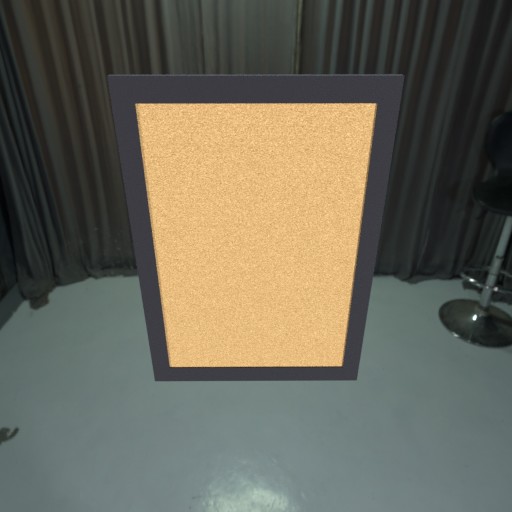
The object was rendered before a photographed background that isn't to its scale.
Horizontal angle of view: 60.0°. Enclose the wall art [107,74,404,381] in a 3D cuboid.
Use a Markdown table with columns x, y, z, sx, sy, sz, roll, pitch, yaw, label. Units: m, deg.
| x | y | z | sx | sy | sz | roll | pitch | yaw | label |
| --- | --- | --- | --- | --- | --- | --- | --- | --- | --- |
| 0.000 | 0.000 | 0.693 | 0.374 | 0.529 | 0.012 | 0 | 30 | 0 | wall art |
